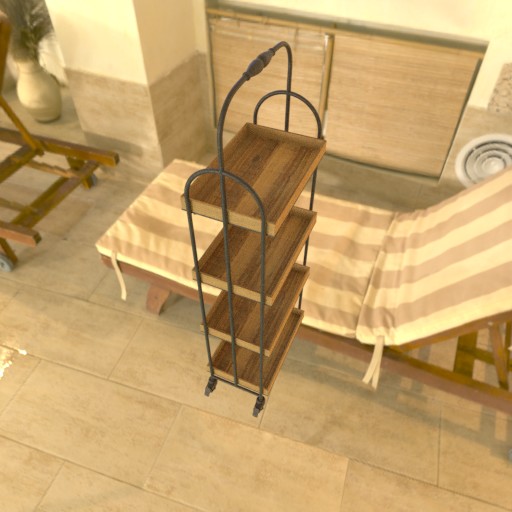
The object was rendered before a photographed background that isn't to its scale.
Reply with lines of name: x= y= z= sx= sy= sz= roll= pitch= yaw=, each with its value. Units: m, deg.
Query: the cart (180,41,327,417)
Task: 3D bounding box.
cart: x=0.000 y=0.000 z=1.697 sx=0.308 sy=1.481 sz=0.581 roll=18 pitch=49 yaw=16
